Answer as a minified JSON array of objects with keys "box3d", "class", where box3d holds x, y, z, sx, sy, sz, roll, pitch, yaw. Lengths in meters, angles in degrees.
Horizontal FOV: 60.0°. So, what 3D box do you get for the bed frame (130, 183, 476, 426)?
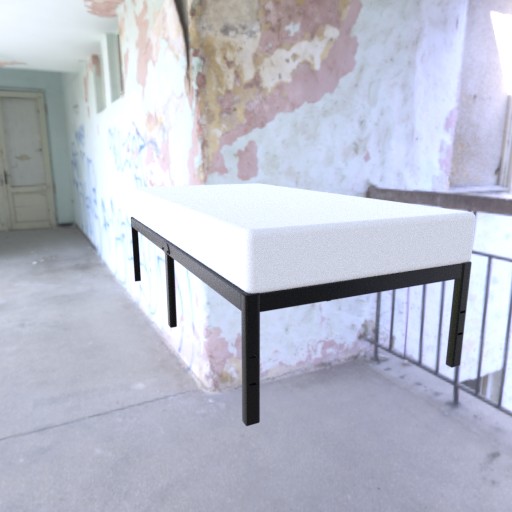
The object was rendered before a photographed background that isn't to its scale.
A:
[{"box3d":[0.000,0.000,2.461,1.023,0.659,1.950,-6,14,-25],"class":"bed frame"}]
